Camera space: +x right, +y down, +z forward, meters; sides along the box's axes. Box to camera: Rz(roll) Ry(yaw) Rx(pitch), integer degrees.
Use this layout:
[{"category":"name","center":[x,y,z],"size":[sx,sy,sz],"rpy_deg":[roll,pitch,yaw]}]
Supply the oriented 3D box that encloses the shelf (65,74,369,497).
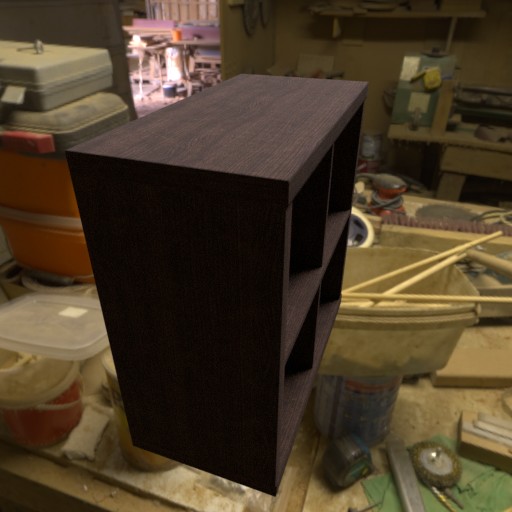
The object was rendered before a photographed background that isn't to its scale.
[{"category":"shelf","center":[0.000,0.000,1.205],"size":[0.390,0.786,0.790],"rpy_deg":[11,33,17]}]
